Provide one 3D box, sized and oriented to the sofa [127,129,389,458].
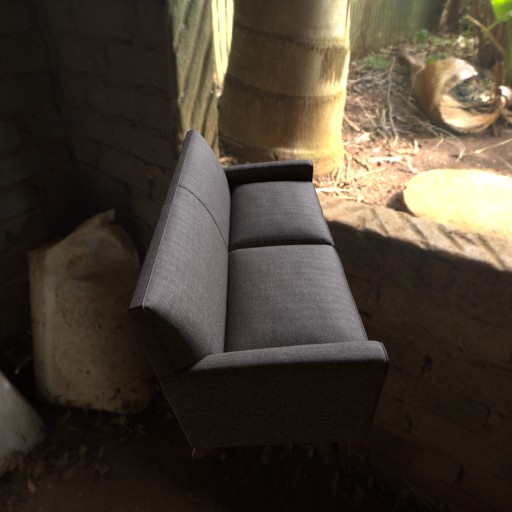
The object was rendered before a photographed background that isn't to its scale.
[{"bbox_3d":[0.000,0.000,2.424,0.875,0.846,1.976,-1,32,-2],"label":"sofa"}]
